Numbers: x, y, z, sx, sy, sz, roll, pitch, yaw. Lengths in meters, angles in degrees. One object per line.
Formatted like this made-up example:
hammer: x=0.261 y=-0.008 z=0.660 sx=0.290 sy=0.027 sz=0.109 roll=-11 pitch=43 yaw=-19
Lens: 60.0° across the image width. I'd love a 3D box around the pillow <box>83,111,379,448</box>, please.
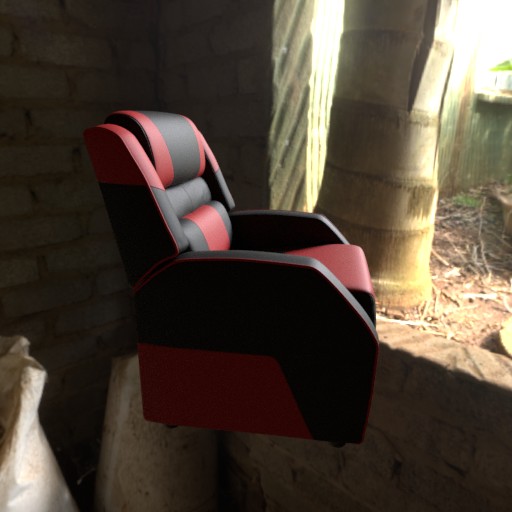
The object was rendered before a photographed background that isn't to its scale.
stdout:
pillow: x=0.000 y=0.000 z=1.294 sx=0.672 sy=0.805 sz=0.620 roll=3 pitch=17 yaw=9
